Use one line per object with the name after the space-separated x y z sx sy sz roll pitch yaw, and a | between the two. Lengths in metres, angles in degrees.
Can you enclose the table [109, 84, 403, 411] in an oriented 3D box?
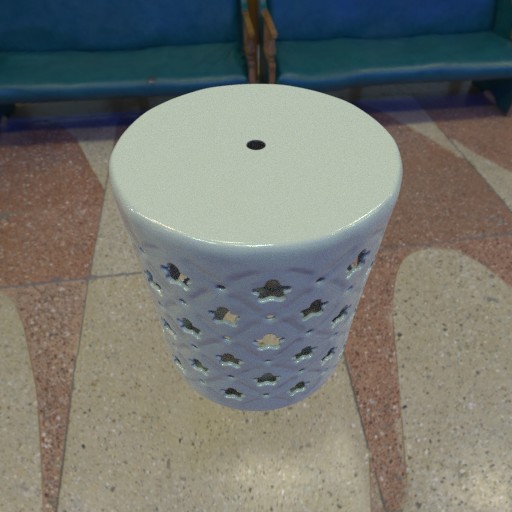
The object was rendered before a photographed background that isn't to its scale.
0.000 0.000 0.671 0.352 0.387 0.352 0 46 0 | table
